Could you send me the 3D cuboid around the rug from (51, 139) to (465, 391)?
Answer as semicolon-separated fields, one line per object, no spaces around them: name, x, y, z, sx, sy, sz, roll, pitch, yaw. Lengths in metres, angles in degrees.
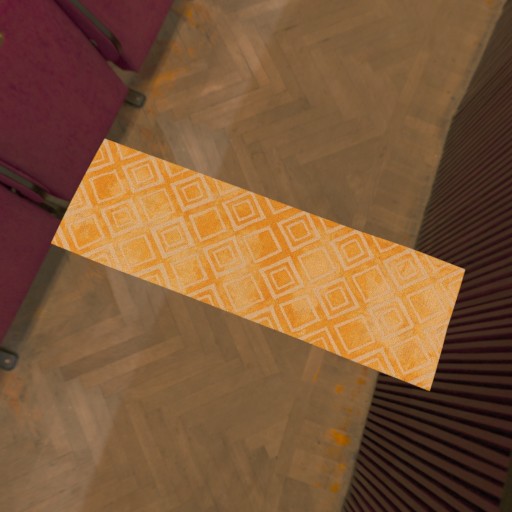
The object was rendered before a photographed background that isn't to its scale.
rug;0.000;0.000;2.724;2.438;0.010;0.775;21;77;5
